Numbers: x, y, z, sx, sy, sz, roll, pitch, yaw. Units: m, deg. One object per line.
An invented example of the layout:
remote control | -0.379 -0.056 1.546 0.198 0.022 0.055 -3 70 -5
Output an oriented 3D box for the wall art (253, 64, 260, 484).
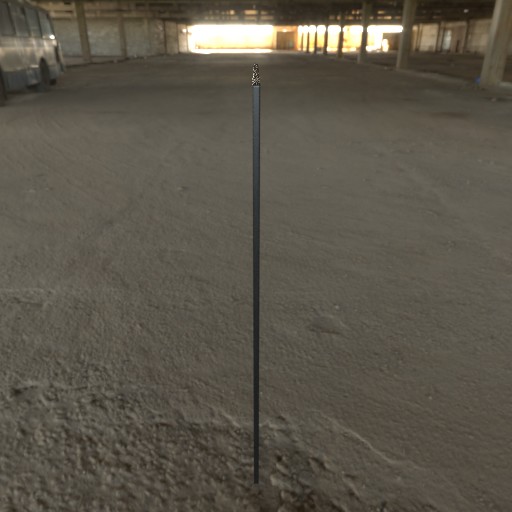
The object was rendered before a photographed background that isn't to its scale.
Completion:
wall art | 0.000 0.000 1.254 0.013 0.967 0.707 0 26 0
